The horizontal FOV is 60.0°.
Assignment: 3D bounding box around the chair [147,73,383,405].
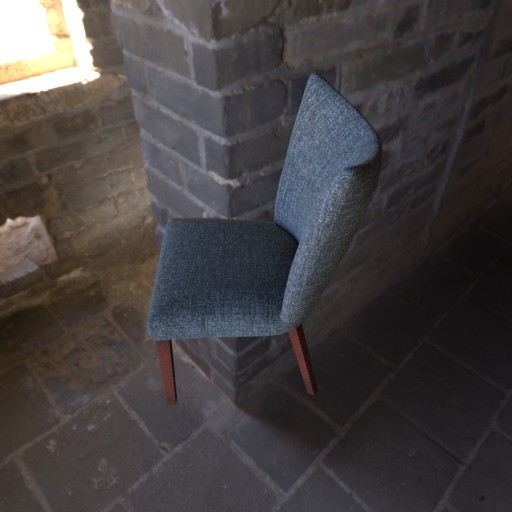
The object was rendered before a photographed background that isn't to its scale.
[{"bbox_3d":[0.000,0.000,1.369,0.623,0.924,0.535,-1,42,-1],"label":"chair"}]
